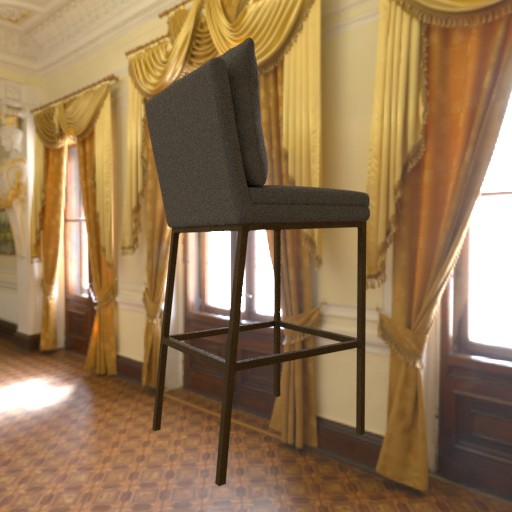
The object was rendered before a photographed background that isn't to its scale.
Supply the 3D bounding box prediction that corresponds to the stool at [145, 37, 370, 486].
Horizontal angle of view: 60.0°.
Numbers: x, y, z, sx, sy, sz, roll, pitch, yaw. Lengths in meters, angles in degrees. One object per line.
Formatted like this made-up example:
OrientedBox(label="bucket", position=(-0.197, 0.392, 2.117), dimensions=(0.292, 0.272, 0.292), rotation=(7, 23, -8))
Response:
OrientedBox(label="stool", position=(0.000, 0.000, 1.416), dimensions=(0.569, 1.132, 0.463), rotation=(-1, 2, -36))
